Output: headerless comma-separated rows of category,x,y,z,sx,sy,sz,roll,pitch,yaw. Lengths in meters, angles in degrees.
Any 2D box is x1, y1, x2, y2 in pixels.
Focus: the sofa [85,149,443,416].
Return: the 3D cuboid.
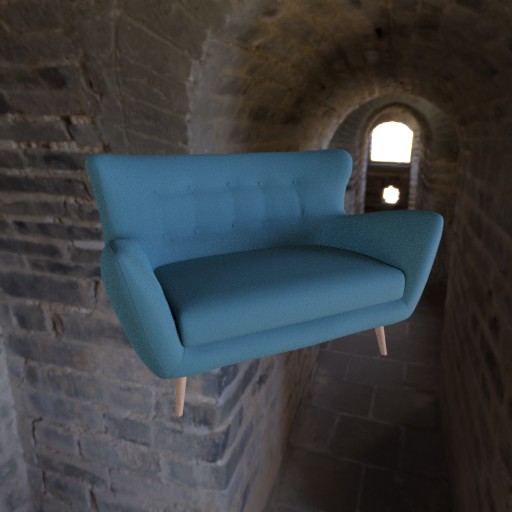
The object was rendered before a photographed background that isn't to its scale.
sofa,0.000,0.000,1.971,1.397,0.889,0.889,-8,17,-27
